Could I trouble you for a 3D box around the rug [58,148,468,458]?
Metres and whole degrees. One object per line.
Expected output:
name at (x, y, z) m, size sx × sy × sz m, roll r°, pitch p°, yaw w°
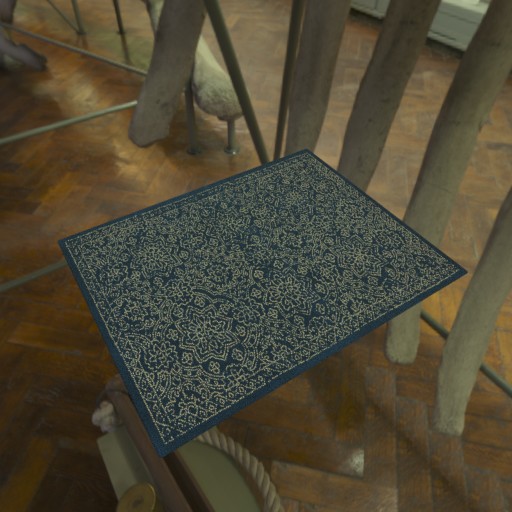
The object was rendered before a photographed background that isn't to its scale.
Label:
rug at (0.000, 0.000, 4.180) m, size 3.048 × 0.010 × 2.438 m, roll -25°, pitch 51°, yaw -22°
